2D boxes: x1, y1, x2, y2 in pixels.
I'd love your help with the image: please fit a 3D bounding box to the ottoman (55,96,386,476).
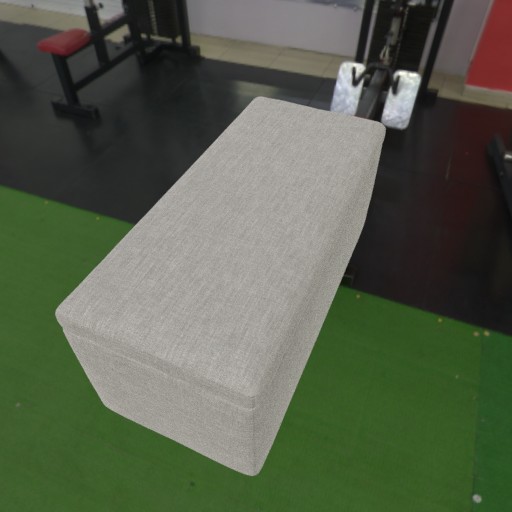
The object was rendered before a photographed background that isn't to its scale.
[{"bbox_3d":[0.000,0.000,1.137,0.419,0.432,0.902,18,49,16],"label":"ottoman"}]
